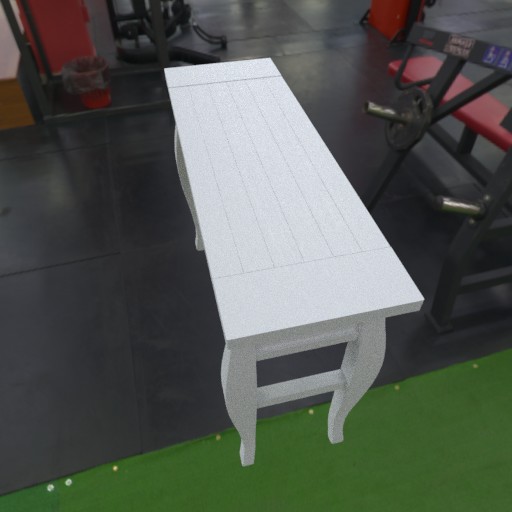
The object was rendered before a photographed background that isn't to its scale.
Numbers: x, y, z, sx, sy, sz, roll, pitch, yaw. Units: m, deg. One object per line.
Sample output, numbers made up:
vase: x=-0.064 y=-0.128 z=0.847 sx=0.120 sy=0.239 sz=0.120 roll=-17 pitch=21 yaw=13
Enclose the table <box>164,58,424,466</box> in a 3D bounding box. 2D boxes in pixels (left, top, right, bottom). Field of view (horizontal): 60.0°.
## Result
table: x=0.000 y=0.000 z=1.388 sx=0.373 sy=0.768 sz=1.062 roll=-10 pitch=47 yaw=-9
